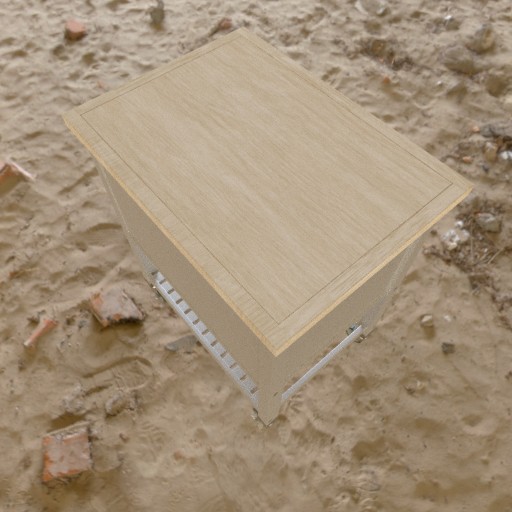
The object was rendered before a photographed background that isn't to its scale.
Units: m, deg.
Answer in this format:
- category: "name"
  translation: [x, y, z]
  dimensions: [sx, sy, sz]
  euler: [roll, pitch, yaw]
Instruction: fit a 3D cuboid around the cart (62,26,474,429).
- category: "cart"
  translation: [0.000, 0.000, 1.376]
  dimensions: [0.559, 0.914, 0.762]
  euler: [-36, 65, -20]
